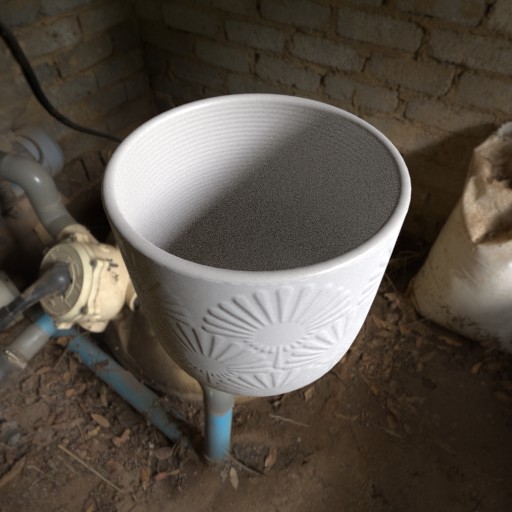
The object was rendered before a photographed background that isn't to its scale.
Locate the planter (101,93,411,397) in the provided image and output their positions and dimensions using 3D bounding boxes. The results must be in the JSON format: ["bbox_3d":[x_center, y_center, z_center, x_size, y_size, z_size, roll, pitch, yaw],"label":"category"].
[{"bbox_3d":[0.000,0.000,0.220,0.124,0.109,0.124,0,47,0],"label":"planter"}]
